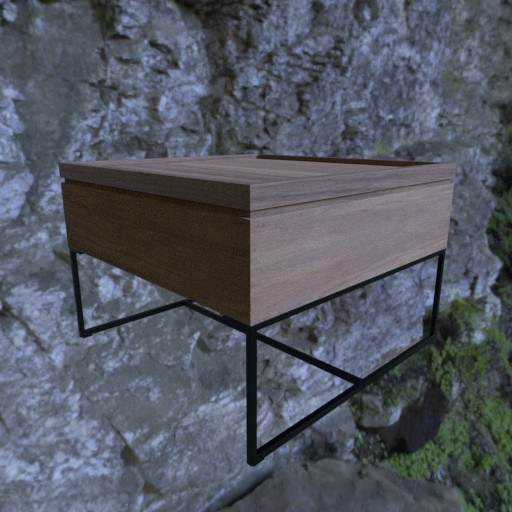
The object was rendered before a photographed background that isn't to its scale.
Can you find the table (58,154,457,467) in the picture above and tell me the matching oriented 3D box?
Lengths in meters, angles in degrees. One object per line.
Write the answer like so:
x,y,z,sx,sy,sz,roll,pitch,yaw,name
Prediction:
0.000,0.000,1.124,0.676,0.464,0.679,-14,21,-42,table
